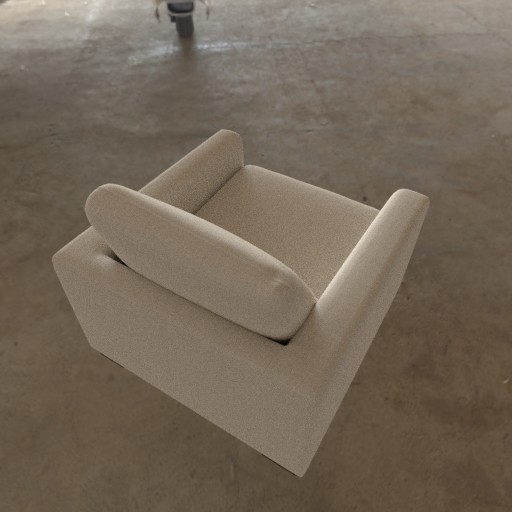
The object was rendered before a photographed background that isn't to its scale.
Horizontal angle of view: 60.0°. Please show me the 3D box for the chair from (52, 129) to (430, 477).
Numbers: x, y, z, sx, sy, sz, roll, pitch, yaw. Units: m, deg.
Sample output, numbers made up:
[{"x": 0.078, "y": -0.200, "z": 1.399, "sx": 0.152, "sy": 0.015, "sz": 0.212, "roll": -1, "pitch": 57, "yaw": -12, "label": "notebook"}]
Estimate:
[{"x": 0.000, "y": 0.000, "z": 1.837, "sx": 1.070, "sy": 0.876, "sz": 1.100, "roll": 24, "pitch": 50, "yaw": 22, "label": "chair"}]
